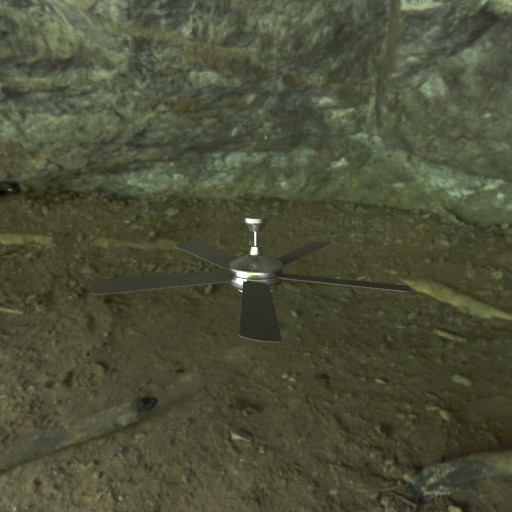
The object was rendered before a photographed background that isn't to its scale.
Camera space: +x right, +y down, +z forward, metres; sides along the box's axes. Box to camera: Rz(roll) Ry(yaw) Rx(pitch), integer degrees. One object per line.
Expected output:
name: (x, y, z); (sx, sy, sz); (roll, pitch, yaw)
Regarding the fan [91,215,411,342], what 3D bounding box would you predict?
fan: (0.000, 0.000, 1.991); (1.321, 0.356, 1.321); (2, 16, 8)
